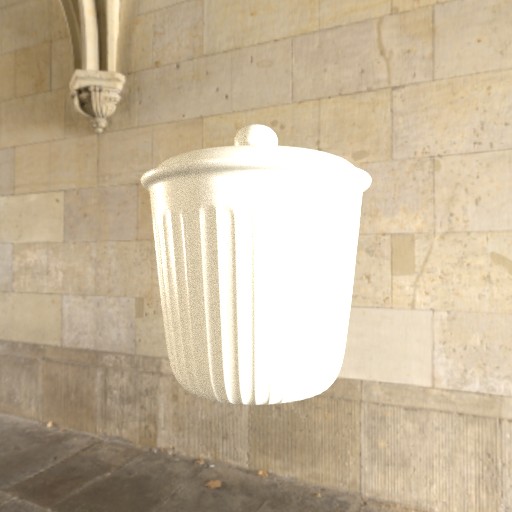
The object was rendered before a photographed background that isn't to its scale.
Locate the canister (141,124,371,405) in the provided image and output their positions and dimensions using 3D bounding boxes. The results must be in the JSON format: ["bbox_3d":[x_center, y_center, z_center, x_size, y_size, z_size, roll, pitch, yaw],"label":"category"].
[{"bbox_3d":[0.000,0.000,0.358,0.181,0.211,0.181,0,-1,0],"label":"canister"}]
